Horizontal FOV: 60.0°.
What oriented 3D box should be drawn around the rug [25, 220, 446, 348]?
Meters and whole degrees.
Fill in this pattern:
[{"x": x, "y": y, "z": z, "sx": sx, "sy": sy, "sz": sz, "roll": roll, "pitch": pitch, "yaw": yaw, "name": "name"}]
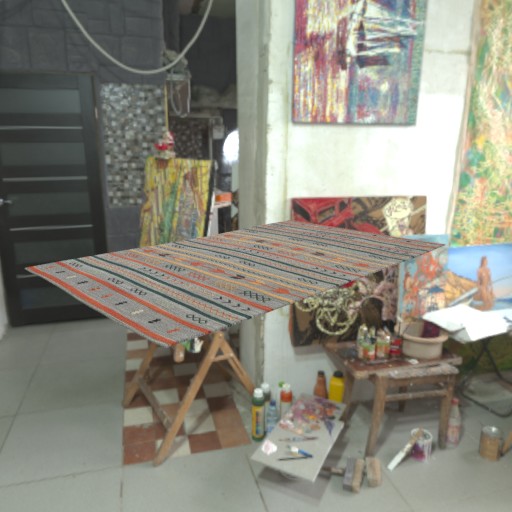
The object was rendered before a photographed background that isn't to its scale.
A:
[{"x": 0.000, "y": 0.000, "z": 2.982, "sx": 2.439, "sy": 0.029, "sz": 1.537, "roll": -14, "pitch": 19, "yaw": -43, "name": "rug"}]
